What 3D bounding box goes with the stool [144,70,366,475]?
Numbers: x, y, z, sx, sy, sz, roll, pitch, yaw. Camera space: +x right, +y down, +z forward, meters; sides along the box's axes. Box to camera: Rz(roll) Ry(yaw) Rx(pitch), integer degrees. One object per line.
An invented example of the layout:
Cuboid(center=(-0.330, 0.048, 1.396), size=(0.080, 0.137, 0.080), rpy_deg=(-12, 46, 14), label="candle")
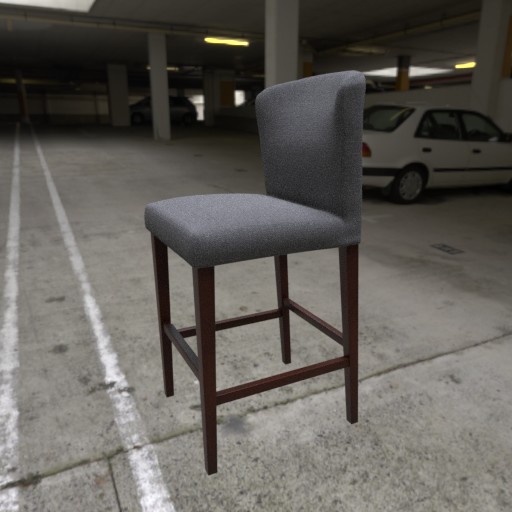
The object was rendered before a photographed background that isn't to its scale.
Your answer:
Cuboid(center=(0.000, 0.000, 1.358), size=(0.568, 1.069, 0.486), rpy_deg=(-8, 18, -26), label="stool")
